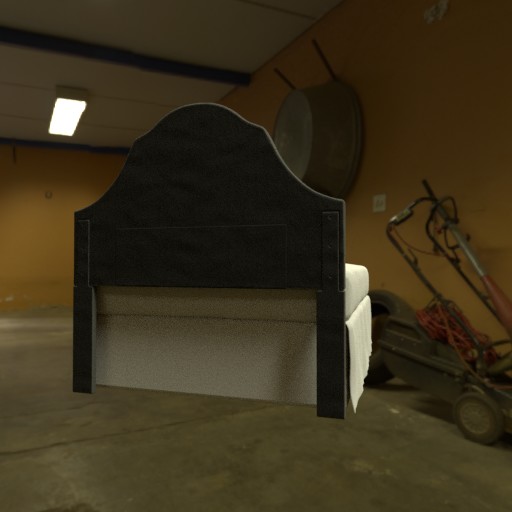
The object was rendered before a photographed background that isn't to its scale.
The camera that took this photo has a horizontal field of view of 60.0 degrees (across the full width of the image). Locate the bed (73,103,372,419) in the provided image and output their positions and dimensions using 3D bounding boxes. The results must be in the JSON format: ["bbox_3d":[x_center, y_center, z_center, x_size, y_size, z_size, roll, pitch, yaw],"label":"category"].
[{"bbox_3d":[0.000,0.000,3.335,1.636,1.575,2.155,0,-1,17],"label":"bed"}]
